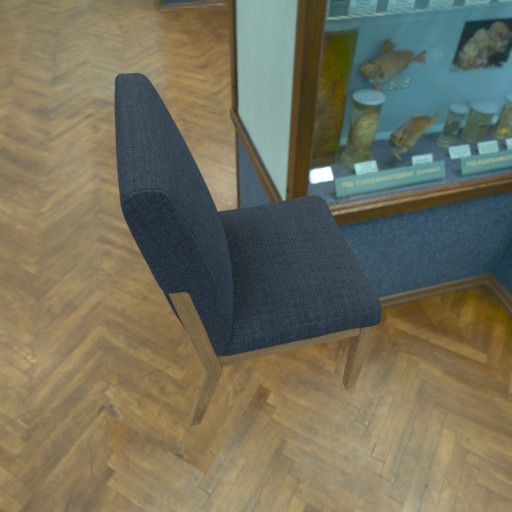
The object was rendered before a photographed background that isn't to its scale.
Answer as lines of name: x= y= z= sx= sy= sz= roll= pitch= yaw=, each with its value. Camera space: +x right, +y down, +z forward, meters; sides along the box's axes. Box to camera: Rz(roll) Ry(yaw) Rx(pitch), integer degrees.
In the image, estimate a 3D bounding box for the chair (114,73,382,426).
chair: x=0.000 y=0.000 z=1.245 sx=0.586 sy=0.911 sz=0.507 roll=-10 pitch=47 yaw=-9
